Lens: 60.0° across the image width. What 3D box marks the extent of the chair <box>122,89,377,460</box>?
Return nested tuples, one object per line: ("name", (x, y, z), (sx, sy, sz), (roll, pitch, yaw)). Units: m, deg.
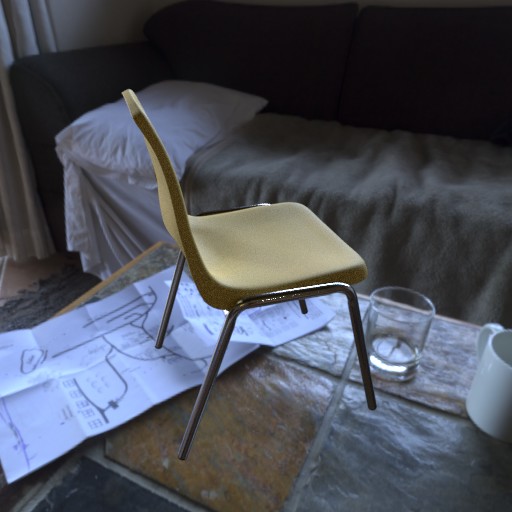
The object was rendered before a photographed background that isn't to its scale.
("chair", (0.000, 0.000, 0.902), (0.436, 0.653, 0.381), (-10, 31, -16))
